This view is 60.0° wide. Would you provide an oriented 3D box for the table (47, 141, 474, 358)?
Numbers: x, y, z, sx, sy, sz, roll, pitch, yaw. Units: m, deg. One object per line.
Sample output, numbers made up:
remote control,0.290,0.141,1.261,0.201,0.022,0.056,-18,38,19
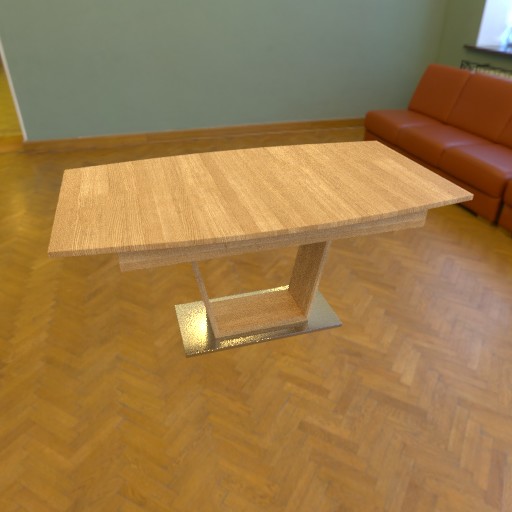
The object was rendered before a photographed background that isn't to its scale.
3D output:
table,0.000,0.000,2.097,1.598,0.748,0.900,-9,32,-14
